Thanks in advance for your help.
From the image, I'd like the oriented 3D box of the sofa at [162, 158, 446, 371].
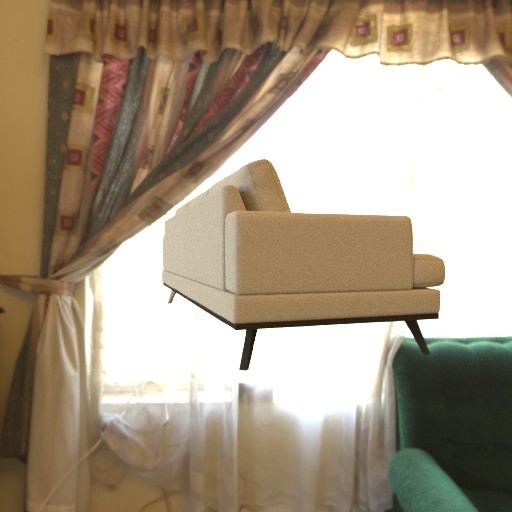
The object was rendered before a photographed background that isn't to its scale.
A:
[{"bbox_3d":[0.000,0.000,2.774,0.920,0.810,2.310,0,1,-18],"label":"sofa"}]
